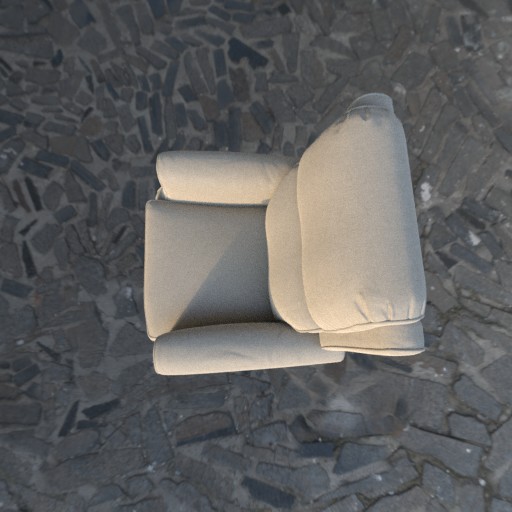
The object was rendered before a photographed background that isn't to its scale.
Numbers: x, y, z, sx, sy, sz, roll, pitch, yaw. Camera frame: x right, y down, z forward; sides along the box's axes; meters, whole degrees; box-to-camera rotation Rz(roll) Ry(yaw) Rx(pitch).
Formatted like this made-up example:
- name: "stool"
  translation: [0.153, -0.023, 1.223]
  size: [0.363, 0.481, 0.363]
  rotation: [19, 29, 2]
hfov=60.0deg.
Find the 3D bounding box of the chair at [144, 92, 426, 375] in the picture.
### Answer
- name: "chair"
  translation: [0.000, 0.000, 1.704]
  size: [0.919, 1.046, 0.859]
  rotation: [-2, 76, -1]
